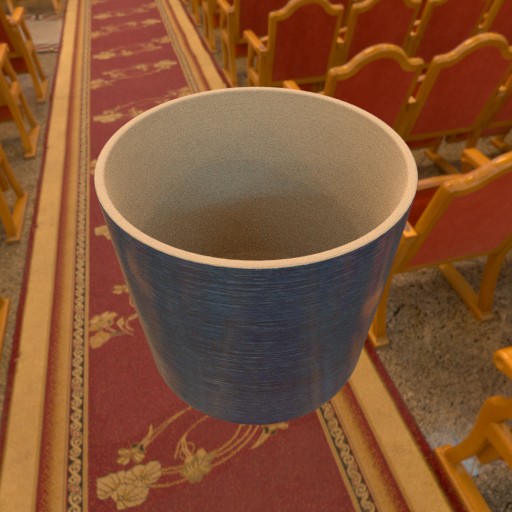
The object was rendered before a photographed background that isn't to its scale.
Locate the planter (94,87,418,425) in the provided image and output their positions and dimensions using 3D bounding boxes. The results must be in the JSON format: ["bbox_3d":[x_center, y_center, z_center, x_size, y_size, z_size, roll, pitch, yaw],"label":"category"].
[{"bbox_3d":[0.000,0.000,0.383,0.221,0.201,0.221,0,45,0],"label":"planter"}]
